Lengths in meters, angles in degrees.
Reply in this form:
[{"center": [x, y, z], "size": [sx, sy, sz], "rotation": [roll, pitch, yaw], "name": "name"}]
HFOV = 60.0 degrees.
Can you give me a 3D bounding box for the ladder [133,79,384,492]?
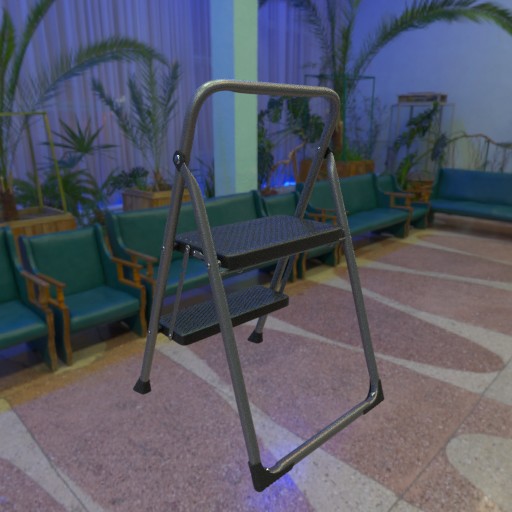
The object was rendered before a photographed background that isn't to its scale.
[{"center": [0.000, 0.000, 0.999], "size": [0.430, 0.720, 0.472], "rotation": [-15, 22, -41], "name": "ladder"}]
